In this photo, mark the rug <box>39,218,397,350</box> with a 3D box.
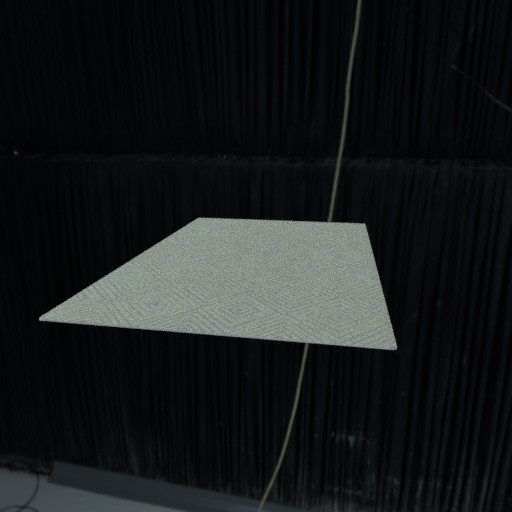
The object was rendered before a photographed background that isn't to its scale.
[{"bbox_3d":[0.000,0.000,2.197,1.143,0.008,1.753,3,16,10],"label":"rug"}]
